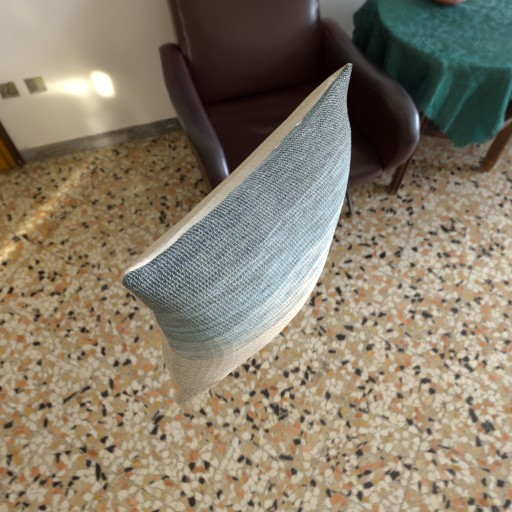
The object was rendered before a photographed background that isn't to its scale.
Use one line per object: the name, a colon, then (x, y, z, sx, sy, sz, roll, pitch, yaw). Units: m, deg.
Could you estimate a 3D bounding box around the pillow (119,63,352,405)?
pillow: (0.000, 0.000, 0.687, 0.182, 0.441, 0.440, 32, 63, 19)
